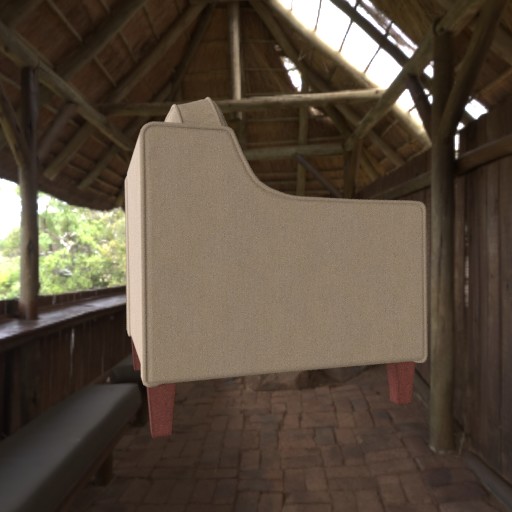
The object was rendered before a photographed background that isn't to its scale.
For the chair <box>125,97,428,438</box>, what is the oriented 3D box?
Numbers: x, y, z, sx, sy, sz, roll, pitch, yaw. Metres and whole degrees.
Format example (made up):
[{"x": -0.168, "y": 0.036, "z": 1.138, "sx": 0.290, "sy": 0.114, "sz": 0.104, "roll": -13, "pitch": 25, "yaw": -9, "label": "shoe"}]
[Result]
[{"x": 0.000, "y": 0.000, "z": 1.666, "sx": 0.909, "sy": 0.960, "sz": 0.831, "roll": 0, "pitch": 1, "yaw": -19, "label": "chair"}]
